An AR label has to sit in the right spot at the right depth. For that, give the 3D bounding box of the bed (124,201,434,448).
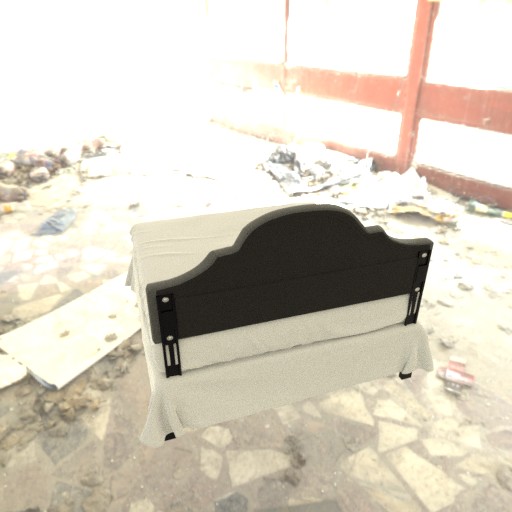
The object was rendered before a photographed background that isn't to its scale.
[{"bbox_3d":[0.000,0.000,3.815,2.303,1.631,2.222,-9,30,-16],"label":"bed"}]
